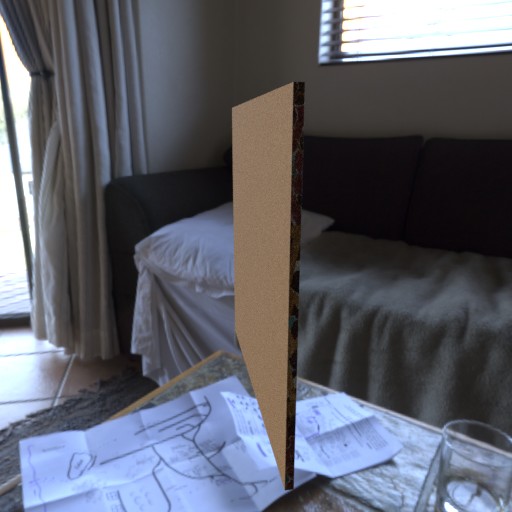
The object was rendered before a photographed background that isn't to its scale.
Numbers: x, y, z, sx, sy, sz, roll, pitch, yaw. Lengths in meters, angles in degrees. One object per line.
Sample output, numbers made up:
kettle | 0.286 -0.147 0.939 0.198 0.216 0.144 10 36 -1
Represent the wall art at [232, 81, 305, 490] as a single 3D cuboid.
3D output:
wall art | 0.000 0.000 0.608 0.010 0.406 0.404 -3 16 -10
